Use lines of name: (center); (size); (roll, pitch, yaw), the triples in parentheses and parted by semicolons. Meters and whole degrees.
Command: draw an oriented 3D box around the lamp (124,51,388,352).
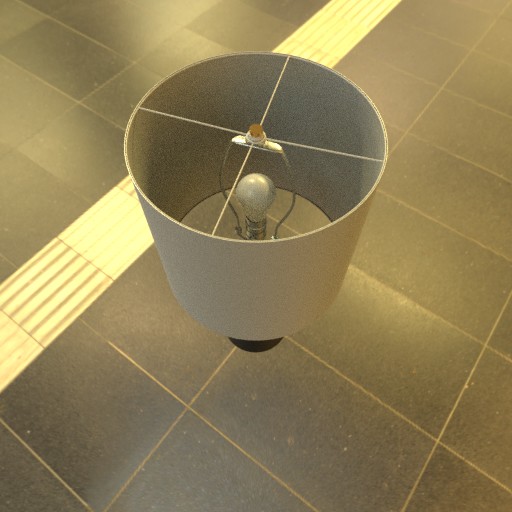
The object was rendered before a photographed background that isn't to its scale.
lamp: (0.000, 0.000, 0.767); (0.308, 0.580, 0.308); (15, 60, 9)
